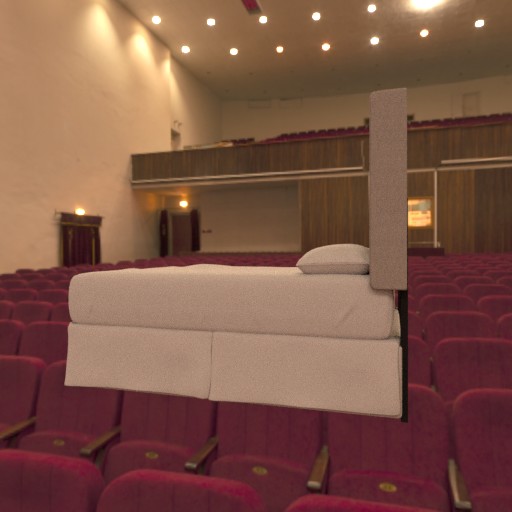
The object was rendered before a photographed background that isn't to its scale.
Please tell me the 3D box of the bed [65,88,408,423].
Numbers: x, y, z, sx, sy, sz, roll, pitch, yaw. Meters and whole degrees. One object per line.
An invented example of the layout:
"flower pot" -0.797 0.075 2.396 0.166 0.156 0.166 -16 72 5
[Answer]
"bed" 0.000 0.000 3.254 2.066 1.665 1.719 0 0 17
